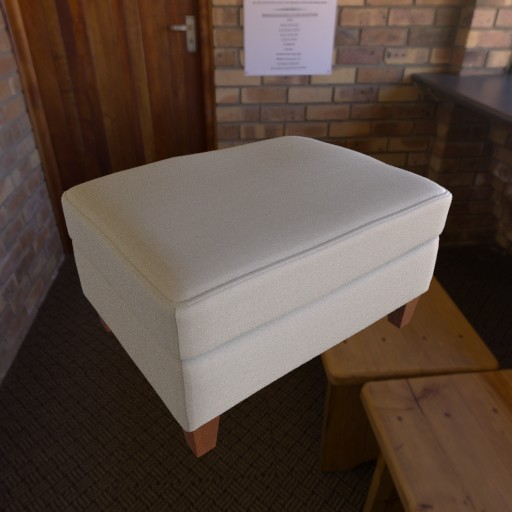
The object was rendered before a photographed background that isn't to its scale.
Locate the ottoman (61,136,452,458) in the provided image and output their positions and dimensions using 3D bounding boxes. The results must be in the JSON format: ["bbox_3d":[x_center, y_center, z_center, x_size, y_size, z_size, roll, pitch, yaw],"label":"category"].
[{"bbox_3d":[0.000,0.000,1.220,0.818,0.496,0.634,-22,37,-31],"label":"ottoman"}]
